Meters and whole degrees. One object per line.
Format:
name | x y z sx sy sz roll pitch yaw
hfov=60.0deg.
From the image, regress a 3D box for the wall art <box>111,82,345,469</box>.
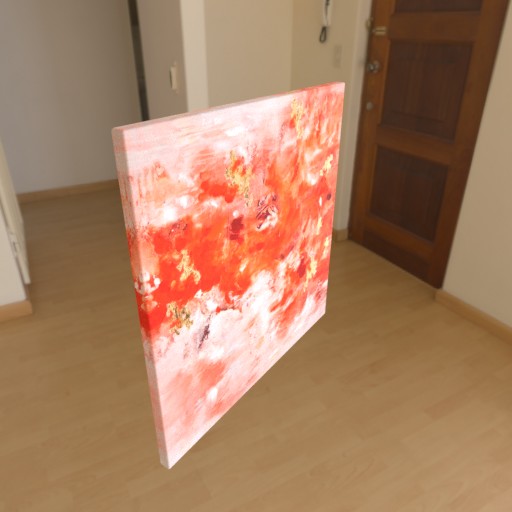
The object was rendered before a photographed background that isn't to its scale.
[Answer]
wall art | 0.000 0.000 1.295 0.066 0.878 0.878 18 33 31
